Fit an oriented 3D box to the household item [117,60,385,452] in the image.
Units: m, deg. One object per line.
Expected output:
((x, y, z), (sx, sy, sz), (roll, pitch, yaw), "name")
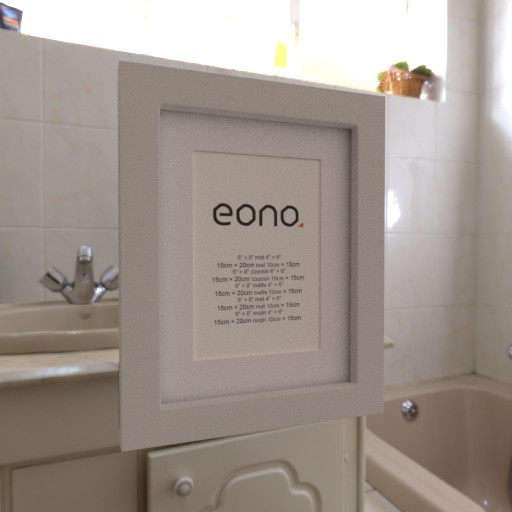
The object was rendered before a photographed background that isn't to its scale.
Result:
((0.000, 0.000, 0.337), (0.200, 0.250, 0.045), (0, 1, -20), "household item")
